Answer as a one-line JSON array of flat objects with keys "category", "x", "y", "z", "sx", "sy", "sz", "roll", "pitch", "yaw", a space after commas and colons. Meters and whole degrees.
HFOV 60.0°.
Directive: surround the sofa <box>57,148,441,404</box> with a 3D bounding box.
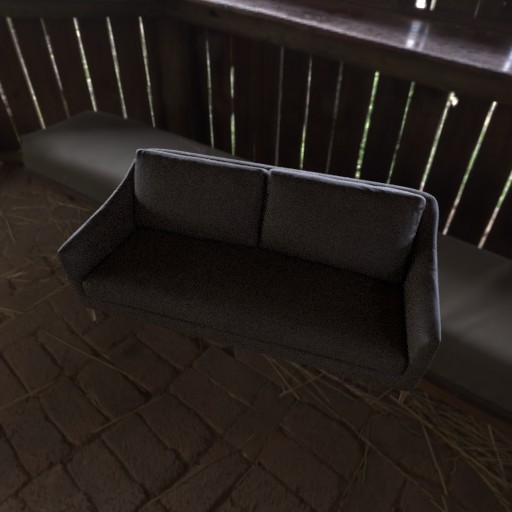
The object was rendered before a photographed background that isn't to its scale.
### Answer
[{"category": "sofa", "x": 0.000, "y": 0.000, "z": 2.629, "sx": 2.036, "sy": 0.902, "sz": 0.960, "roll": 12, "pitch": 42, "yaw": 13}]
